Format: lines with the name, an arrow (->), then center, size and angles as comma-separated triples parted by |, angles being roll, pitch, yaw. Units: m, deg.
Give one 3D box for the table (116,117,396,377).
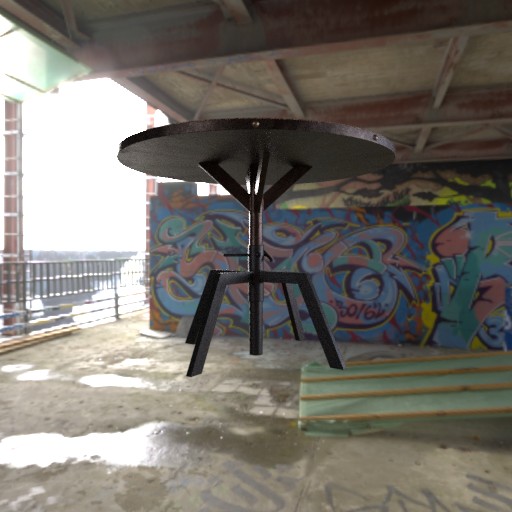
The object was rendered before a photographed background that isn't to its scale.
table -> 0.000, 0.000, 1.477 | 0.885, 0.658, 0.885 | 0, 1, 0
